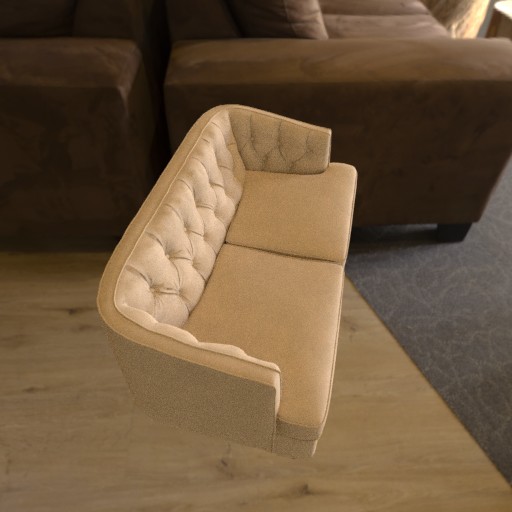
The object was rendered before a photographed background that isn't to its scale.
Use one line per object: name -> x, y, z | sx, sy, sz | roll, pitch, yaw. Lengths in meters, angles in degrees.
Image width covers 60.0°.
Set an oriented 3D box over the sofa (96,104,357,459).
sofa -> 0.000, 0.000, 2.317 | 0.940, 0.878, 1.731 | 10, 47, 9
